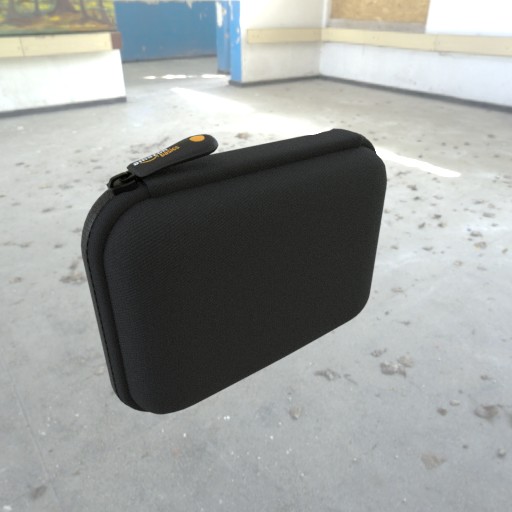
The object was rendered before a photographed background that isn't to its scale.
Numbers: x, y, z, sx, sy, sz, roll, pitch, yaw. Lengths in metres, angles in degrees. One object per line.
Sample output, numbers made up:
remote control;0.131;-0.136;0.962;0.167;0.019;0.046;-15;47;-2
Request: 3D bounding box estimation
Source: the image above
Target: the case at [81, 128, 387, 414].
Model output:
case;0.000;0.000;0.181;0.132;0.105;0.038;-20;36;-31
